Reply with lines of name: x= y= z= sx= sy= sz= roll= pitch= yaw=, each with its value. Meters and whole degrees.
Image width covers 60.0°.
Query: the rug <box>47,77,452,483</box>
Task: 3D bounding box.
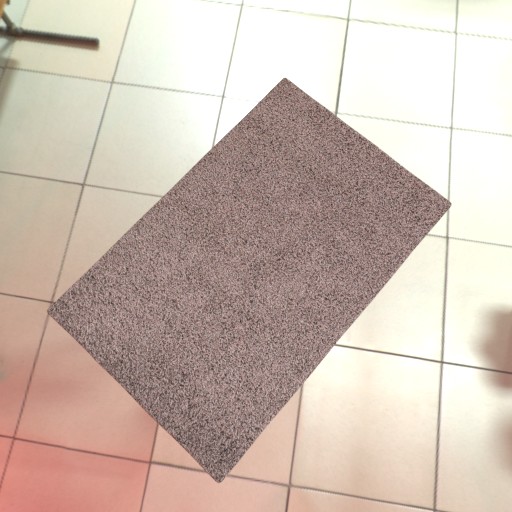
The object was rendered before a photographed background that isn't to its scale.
rug: x=0.000 y=0.000 z=3.440 sx=1.778 sy=0.030 sz=2.743 roll=41 pitch=79 yaw=10
